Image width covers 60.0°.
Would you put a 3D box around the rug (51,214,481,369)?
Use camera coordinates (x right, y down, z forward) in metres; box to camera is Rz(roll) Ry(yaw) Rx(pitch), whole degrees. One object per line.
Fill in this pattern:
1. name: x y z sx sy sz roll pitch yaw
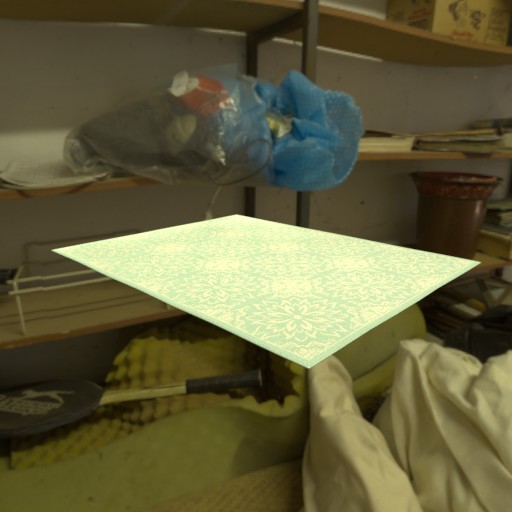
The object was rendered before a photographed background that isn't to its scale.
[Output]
1. rug: 0.000 0.000 3.907 2.980 0.012 2.363 15 22 42
